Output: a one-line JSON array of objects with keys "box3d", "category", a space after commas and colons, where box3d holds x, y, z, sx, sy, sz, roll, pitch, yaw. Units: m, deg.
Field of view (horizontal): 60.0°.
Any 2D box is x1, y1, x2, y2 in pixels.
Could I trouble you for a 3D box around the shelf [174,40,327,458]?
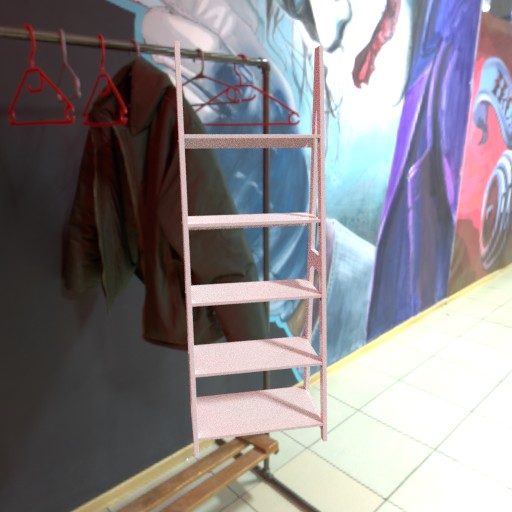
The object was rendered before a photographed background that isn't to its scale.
[{"box3d": [0.000, 0.000, 1.984, 0.636, 1.779, 0.341, -3, 16, -10], "category": "shelf"}]
